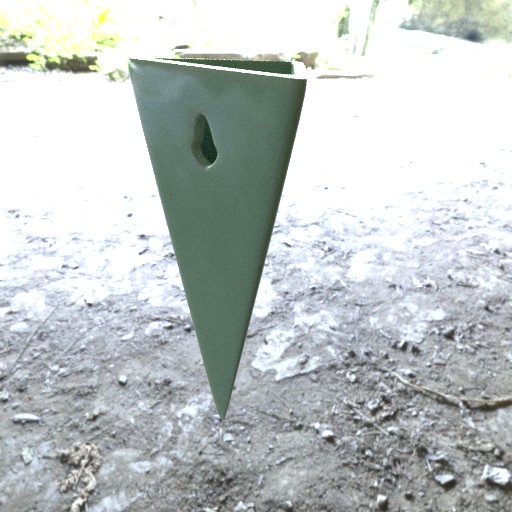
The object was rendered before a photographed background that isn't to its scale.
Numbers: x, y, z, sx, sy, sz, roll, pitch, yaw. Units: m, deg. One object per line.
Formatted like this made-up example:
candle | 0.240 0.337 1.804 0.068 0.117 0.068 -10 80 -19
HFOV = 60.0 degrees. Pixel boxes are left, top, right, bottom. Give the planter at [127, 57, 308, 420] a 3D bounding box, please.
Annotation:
planter | 0.000 0.000 0.216 0.080 0.178 0.064 21 37 31
